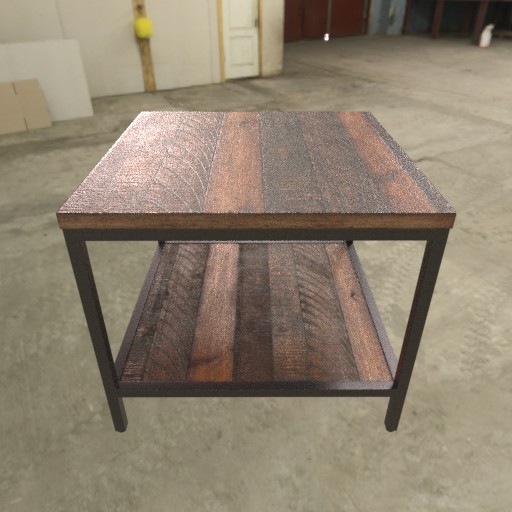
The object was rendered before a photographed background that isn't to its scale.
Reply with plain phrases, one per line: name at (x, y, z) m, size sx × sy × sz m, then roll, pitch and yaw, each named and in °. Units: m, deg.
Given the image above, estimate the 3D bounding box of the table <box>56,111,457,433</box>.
table at (0.000, 0.000, 0.969) m, size 0.553 × 0.482 × 0.548 m, roll 0°, pitch 32°, yaw 0°
